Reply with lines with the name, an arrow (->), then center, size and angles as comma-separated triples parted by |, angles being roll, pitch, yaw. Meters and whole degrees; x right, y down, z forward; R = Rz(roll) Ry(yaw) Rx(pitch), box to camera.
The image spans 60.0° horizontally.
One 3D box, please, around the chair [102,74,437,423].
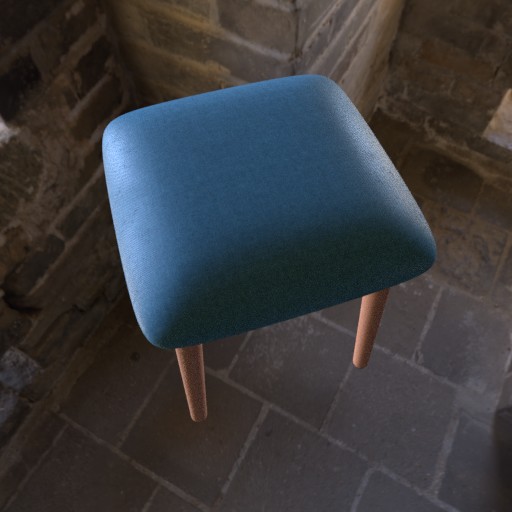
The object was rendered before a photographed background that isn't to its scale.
chair -> 0.000, 0.000, 0.708 | 0.360, 0.450, 0.360 | -15, 60, -9
